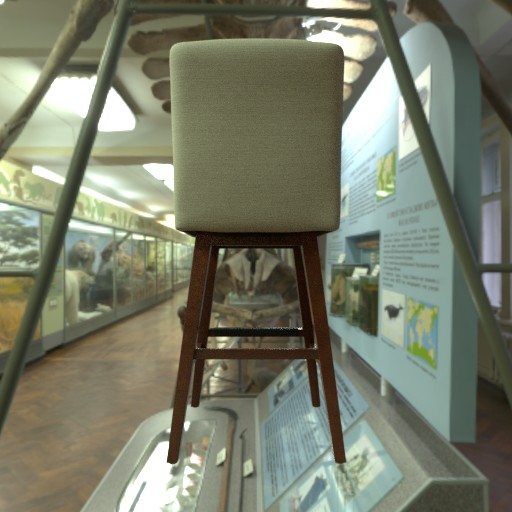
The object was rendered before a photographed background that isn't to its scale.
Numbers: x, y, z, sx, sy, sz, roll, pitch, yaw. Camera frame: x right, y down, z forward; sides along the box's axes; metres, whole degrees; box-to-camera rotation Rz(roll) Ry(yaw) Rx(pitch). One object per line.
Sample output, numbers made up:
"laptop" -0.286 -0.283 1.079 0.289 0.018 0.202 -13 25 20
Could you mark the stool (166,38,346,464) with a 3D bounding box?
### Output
"stool" 0.000 0.000 1.379 0.470 1.097 0.559 0 -1 0
